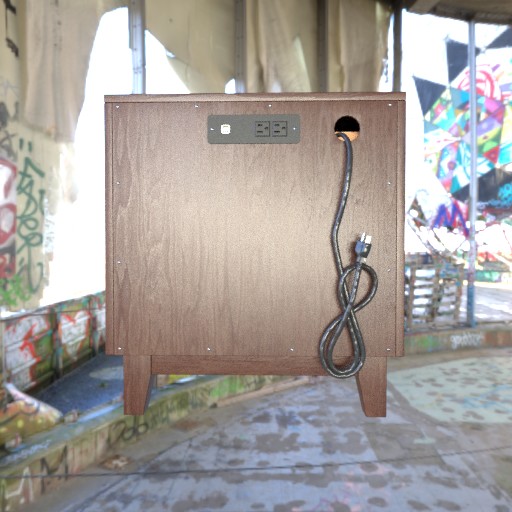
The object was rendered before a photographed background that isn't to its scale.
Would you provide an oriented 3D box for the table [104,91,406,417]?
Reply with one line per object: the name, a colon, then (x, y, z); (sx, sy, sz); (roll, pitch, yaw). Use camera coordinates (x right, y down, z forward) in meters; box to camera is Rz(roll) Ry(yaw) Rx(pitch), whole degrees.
table: (0.000, 0.000, 0.999); (0.557, 0.609, 0.449); (0, 1, 1)
